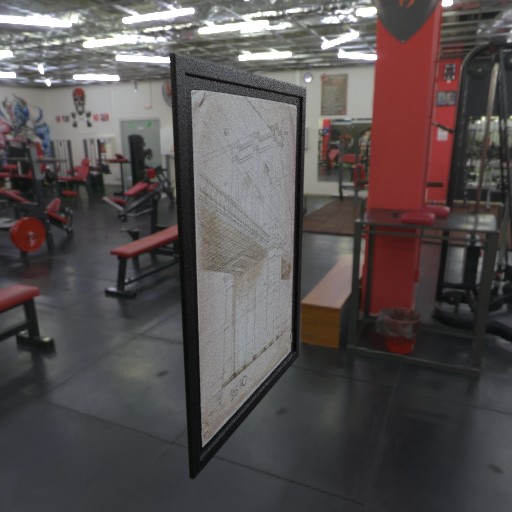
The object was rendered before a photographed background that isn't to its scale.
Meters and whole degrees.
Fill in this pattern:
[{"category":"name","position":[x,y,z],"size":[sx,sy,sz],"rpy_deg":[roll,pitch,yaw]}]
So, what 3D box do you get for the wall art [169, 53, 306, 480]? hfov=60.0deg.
[{"category":"wall art","position":[0.000,0.000,1.271],"size":[0.013,0.967,0.707],"rpy_deg":[8,17,26]}]
